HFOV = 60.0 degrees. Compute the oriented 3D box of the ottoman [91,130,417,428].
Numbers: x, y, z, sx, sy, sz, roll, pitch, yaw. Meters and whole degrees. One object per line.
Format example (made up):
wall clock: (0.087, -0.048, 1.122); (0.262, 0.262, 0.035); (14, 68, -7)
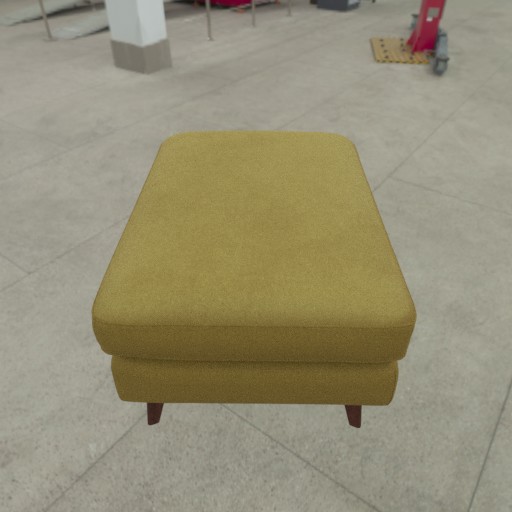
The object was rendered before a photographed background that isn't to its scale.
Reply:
ottoman: (0.000, 0.000, 1.176); (0.608, 0.449, 0.811); (1, 39, 1)
